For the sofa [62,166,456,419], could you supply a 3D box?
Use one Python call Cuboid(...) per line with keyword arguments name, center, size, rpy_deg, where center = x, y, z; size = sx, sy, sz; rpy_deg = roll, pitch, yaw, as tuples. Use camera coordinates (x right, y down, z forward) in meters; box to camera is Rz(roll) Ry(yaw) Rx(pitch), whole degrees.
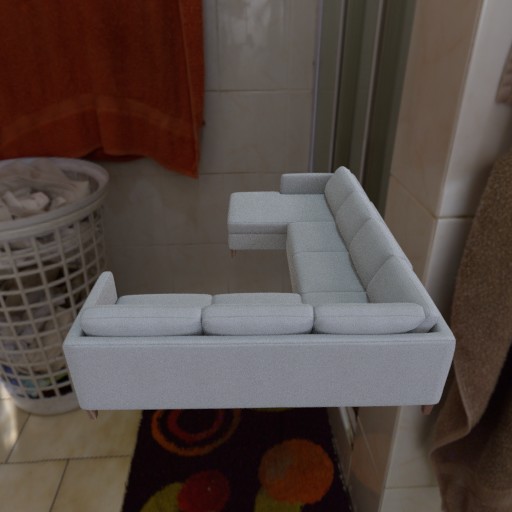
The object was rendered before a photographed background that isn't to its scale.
Cuboid(name="sofa", center=(0.000, 0.000, 4.316), size=(2.551, 0.853, 3.238), rpy_deg=(0, 30, -1))
